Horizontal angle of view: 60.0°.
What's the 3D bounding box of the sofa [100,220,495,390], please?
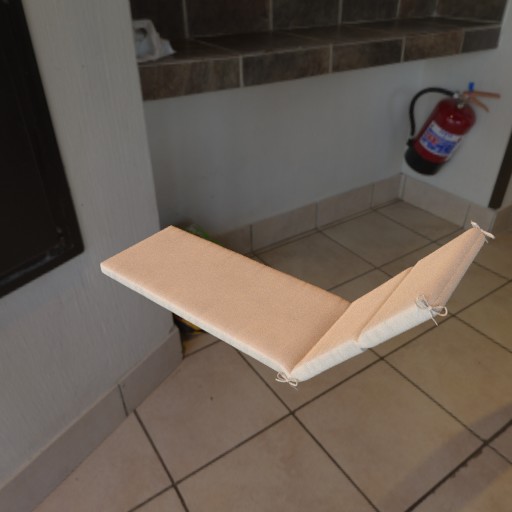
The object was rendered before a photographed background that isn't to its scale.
[{"bbox_3d":[0.000,0.000,1.914,1.663,0.622,0.582,23,39,30],"label":"sofa"}]
